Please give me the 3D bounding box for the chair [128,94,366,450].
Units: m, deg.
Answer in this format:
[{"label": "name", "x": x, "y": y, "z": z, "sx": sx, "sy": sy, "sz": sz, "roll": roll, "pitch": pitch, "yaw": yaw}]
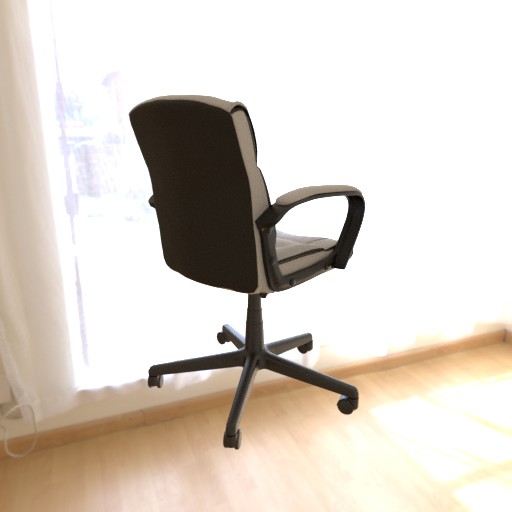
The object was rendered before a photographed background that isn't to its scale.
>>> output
[{"label": "chair", "x": 0.000, "y": 0.000, "z": 1.516, "sx": 0.739, "sy": 1.004, "sz": 0.717, "roll": 14, "pitch": 21, "yaw": 41}]
